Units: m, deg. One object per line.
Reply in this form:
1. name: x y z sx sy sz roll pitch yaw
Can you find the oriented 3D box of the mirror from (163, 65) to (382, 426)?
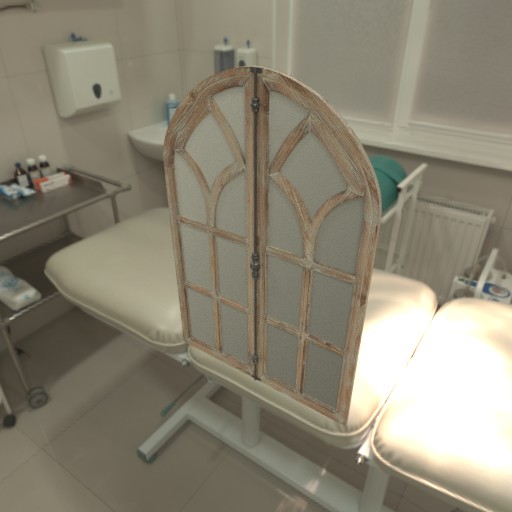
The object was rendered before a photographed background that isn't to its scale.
1. mirror: 0.000 0.000 1.153 0.609 0.915 0.032 20 37 29
